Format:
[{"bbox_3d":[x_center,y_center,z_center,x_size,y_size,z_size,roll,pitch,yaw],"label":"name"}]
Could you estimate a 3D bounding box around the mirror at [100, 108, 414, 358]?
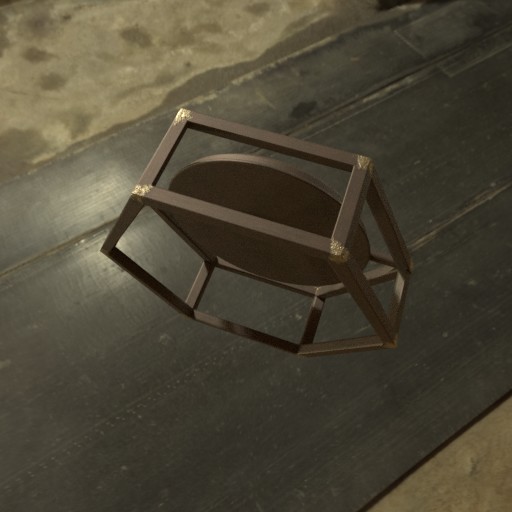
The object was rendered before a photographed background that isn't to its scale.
[{"bbox_3d":[0.000,0.000,0.560,0.380,0.334,0.119,17,64,9],"label":"mirror"}]
